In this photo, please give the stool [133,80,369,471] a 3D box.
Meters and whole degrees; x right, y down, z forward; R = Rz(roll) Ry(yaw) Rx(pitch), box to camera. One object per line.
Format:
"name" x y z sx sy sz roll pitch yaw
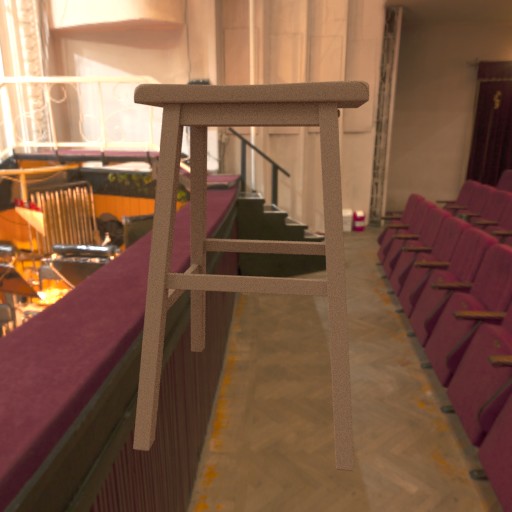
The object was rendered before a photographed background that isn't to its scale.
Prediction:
"stool" 0.000 0.000 1.035 0.457 0.737 0.476 2 16 8
